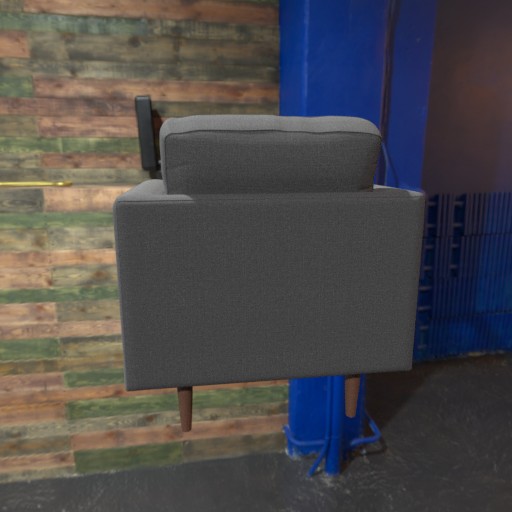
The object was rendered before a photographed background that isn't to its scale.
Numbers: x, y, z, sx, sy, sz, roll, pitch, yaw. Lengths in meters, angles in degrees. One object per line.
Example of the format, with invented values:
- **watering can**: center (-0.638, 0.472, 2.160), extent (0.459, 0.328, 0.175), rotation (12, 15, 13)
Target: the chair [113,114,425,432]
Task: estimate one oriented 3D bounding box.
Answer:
- **chair**: center (0.000, 0.000, 1.588), extent (0.854, 0.927, 0.800), rotation (-2, 13, -8)
